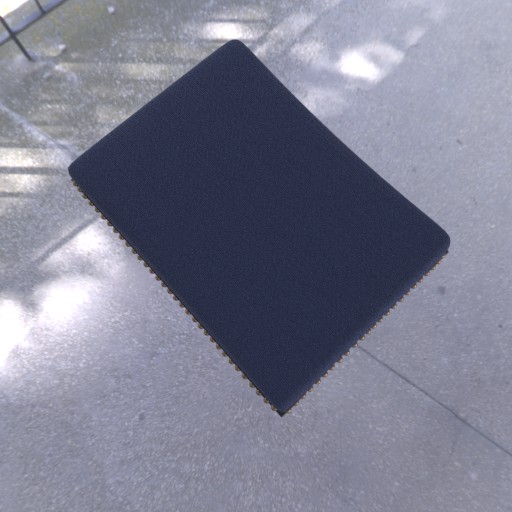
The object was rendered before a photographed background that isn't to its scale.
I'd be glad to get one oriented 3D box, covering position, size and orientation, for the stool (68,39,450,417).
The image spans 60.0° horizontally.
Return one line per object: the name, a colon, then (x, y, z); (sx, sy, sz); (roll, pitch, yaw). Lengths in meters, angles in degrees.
stool: (0.000, 0.000, 0.934); (0.361, 0.642, 0.500); (-42, 80, -10)
